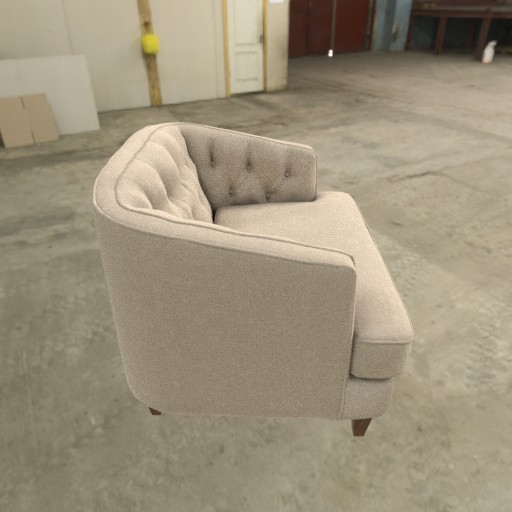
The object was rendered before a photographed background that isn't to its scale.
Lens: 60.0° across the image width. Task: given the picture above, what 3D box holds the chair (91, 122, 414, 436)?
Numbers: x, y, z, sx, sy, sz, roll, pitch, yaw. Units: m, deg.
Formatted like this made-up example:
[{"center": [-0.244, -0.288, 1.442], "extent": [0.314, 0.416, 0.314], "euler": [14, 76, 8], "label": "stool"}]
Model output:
[{"center": [0.000, 0.000, 1.712], "extent": [0.941, 0.852, 1.104], "euler": [0, 30, 0], "label": "chair"}]
